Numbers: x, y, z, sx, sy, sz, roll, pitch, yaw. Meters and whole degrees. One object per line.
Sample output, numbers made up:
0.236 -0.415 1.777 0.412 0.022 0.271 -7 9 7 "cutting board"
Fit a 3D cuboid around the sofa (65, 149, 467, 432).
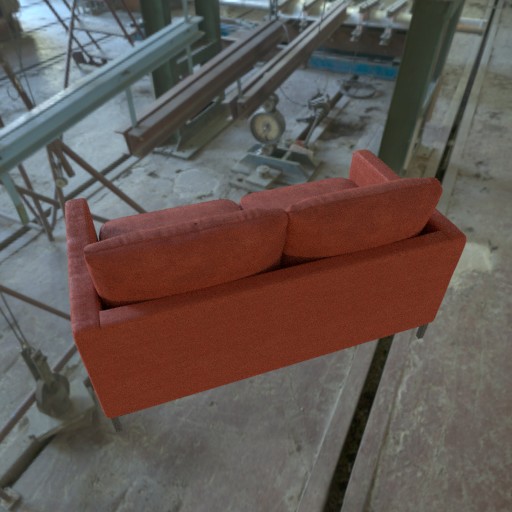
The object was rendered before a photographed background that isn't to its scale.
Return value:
0.000 0.000 2.067 1.574 0.896 0.864 -13 44 -15 "sofa"
